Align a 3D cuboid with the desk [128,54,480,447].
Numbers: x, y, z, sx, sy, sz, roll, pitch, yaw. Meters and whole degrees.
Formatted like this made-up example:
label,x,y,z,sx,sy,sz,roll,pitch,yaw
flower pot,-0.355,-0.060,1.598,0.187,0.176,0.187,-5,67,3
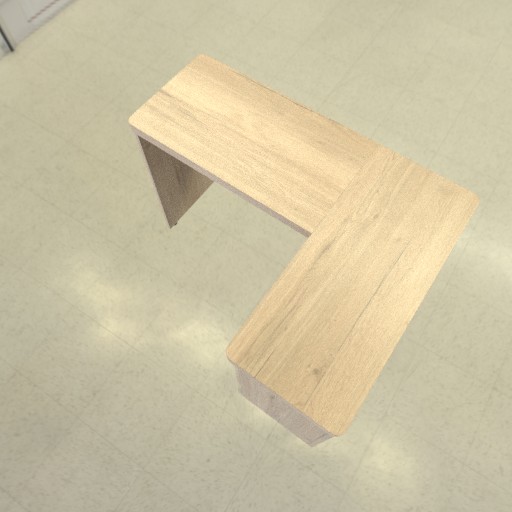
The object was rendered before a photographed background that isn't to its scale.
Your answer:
label,x,y,z,sx,sy,sz,roll,pitch,yaw
desk,0.000,0.000,1.771,1.169,0.760,0.900,33,68,15
